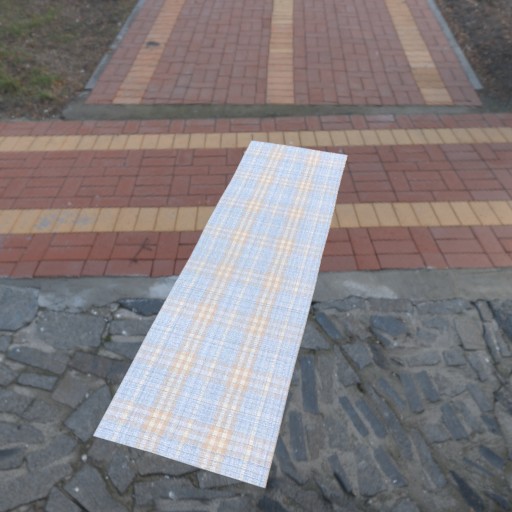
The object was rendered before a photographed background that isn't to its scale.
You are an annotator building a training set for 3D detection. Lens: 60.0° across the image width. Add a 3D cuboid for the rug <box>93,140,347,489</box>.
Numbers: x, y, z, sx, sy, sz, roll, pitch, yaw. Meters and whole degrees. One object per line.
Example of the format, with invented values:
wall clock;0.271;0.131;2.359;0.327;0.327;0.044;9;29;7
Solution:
rug;0.000;0.000;2.636;0.762;0.013;2.439;11;47;11
